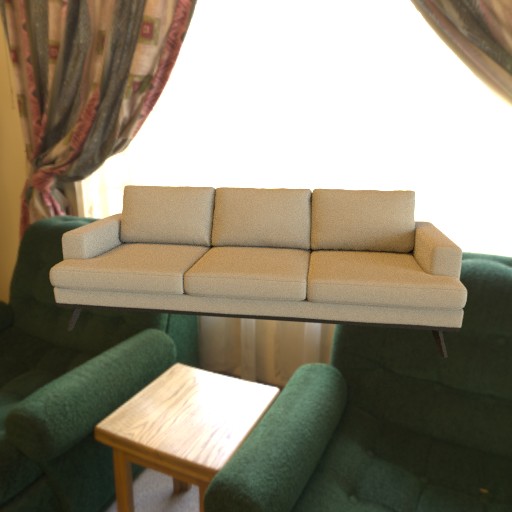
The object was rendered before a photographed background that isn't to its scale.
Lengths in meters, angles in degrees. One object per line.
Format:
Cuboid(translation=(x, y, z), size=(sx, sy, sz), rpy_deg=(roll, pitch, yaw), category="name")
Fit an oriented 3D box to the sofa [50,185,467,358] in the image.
Cuboid(translation=(0.000, 0.000, 2.820), size=(2.310, 0.810, 0.920), rpy_deg=(2, 16, 9), category="sofa")
